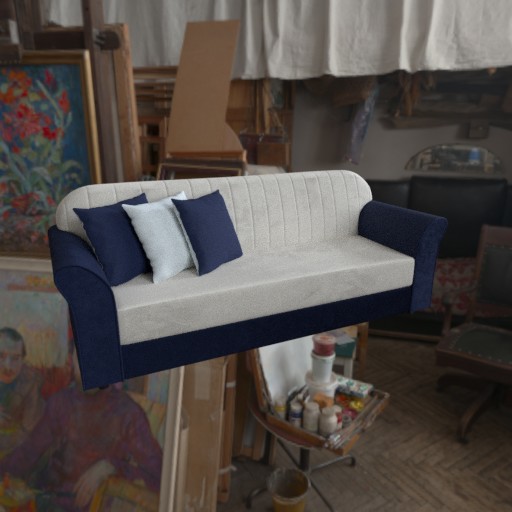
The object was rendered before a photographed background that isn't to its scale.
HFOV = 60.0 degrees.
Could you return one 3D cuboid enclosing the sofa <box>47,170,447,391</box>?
[{"bbox_3d":[0.000,0.000,2.404,2.006,0.789,0.749,-8,19,-24],"label":"sofa"}]
